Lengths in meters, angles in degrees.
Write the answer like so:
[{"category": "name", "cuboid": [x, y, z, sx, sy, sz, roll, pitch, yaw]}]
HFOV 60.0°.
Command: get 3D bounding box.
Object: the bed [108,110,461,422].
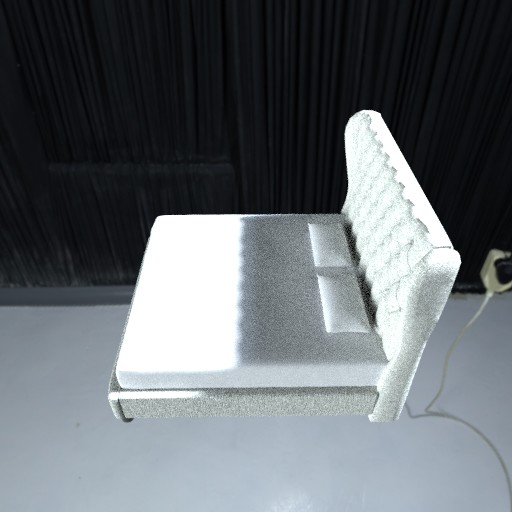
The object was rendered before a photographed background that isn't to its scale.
[{"category": "bed", "cuboid": [0.000, 0.000, 3.886, 2.347, 1.771, 2.219, -1, 40, -1]}]
